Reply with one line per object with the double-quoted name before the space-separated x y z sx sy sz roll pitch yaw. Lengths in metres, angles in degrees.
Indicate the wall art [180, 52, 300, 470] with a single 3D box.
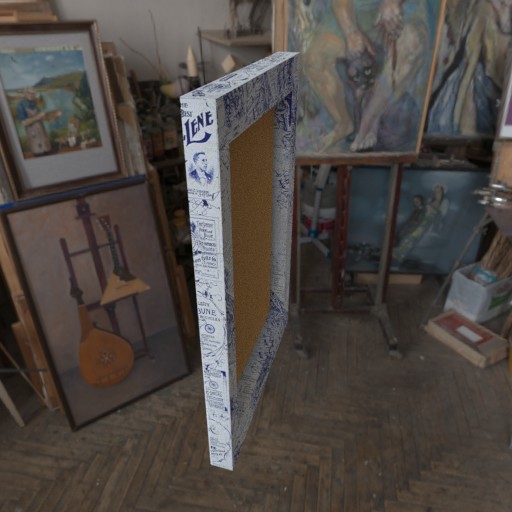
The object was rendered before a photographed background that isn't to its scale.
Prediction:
"wall art" 0.000 0.000 0.478 0.025 0.376 0.255 9 32 14
